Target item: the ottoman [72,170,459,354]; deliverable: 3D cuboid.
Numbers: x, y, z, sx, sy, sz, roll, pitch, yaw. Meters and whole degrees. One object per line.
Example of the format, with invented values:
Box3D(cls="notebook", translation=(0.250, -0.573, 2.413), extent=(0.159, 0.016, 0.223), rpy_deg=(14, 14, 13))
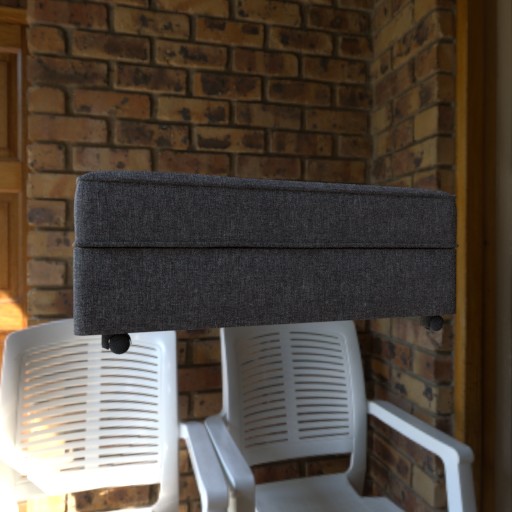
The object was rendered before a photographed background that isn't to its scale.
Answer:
Box3D(cls="ottoman", translation=(0.000, 0.000, 1.574), extent=(1.184, 0.487, 0.717), rpy_deg=(0, 1, -19))
